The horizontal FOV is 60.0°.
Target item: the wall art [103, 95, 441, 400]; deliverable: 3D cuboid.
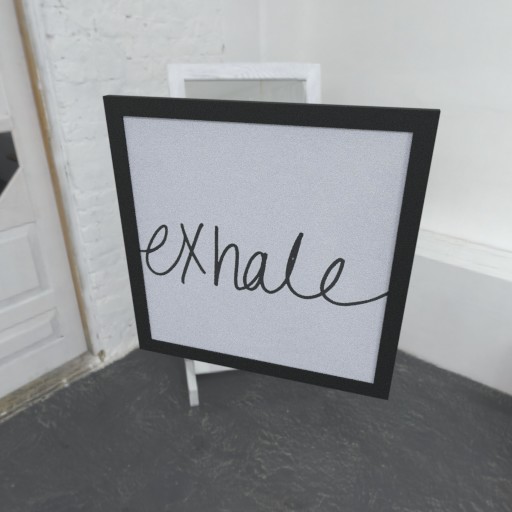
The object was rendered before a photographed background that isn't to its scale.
[{"bbox_3d":[0.000,0.000,0.538,0.358,0.357,0.012,8,28,15],"label":"wall art"}]
